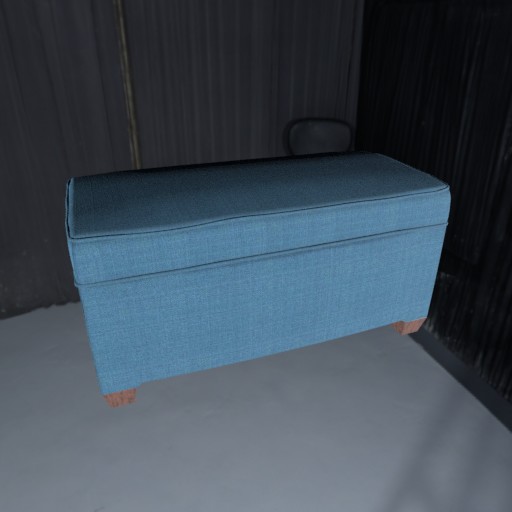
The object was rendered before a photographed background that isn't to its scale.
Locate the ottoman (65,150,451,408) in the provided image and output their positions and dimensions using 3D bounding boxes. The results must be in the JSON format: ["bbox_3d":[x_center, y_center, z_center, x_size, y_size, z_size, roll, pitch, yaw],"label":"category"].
[{"bbox_3d":[0.000,0.000,1.261,0.943,0.474,0.474,-9,29,-18],"label":"ottoman"}]
